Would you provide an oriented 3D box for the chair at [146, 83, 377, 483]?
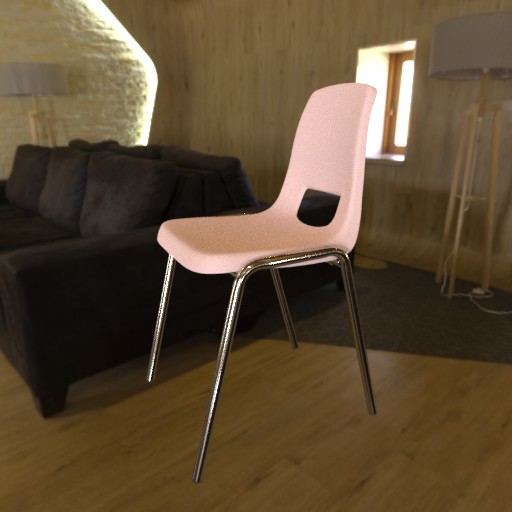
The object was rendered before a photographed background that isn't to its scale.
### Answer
[{"bbox_3d":[0.000,0.000,0.948,0.436,0.704,0.381,-8,19,-25],"label":"chair"}]
